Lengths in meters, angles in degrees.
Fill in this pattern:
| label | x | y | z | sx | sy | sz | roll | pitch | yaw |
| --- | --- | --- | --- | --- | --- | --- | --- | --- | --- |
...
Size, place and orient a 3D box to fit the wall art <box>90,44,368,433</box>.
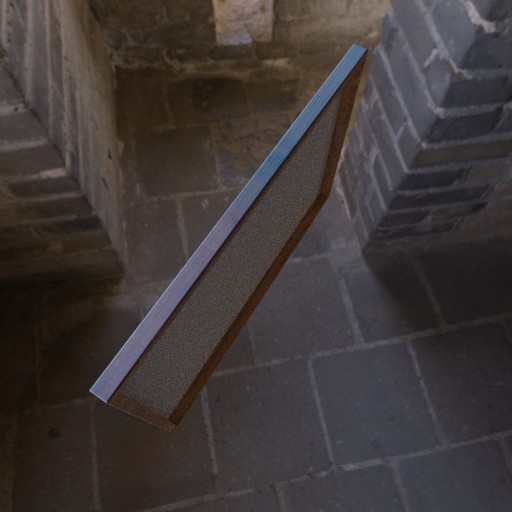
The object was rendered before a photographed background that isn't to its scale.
| label | x | y | z | sx | sy | sz | roll | pitch | yaw |
| --- | --- | --- | --- | --- | --- | --- | --- | --- | --- |
| wall art | 0.000 | 0.000 | 1.119 | 0.037 | 0.605 | 0.911 | 29 | 68 | 13 |
